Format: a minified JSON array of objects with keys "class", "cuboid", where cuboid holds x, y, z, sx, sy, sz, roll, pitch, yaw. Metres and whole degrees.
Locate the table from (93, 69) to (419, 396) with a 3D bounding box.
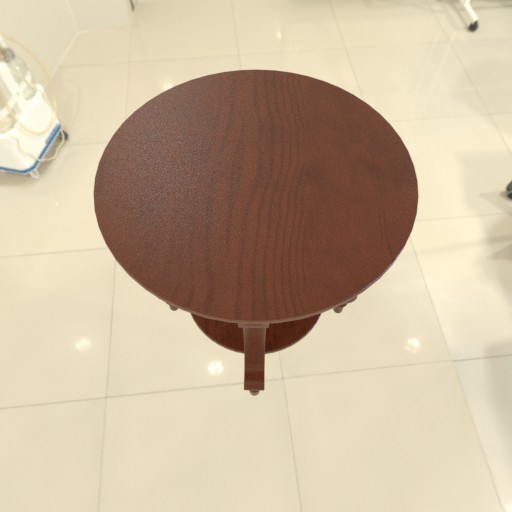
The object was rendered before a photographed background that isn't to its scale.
[{"class":"table","cuboid":[0.000,0.000,1.087,0.597,0.612,0.597,0,59,0]}]
